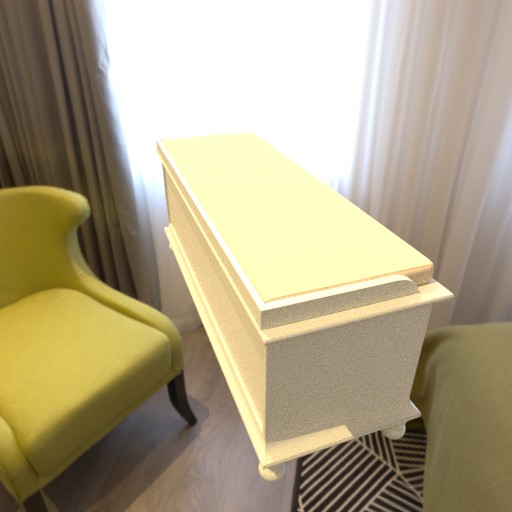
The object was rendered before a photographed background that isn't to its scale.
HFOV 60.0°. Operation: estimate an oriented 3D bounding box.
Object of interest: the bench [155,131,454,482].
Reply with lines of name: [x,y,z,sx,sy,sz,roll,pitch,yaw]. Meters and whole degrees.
bench: [0.000,0.000,1.394,0.402,0.486,1.185,-10,32,-17]
